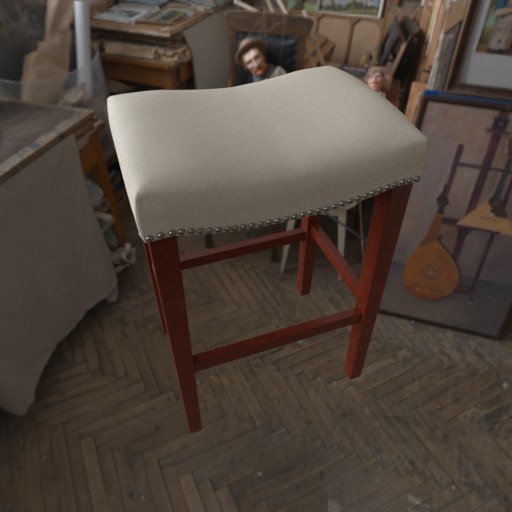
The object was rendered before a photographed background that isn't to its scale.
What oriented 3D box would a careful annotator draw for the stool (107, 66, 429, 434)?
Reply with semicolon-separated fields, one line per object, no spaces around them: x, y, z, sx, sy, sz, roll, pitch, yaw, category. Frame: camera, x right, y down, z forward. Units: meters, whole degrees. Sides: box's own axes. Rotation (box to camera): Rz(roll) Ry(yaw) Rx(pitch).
0.000;0.000;1.034;0.504;0.742;0.372;-14;45;-14;stool
